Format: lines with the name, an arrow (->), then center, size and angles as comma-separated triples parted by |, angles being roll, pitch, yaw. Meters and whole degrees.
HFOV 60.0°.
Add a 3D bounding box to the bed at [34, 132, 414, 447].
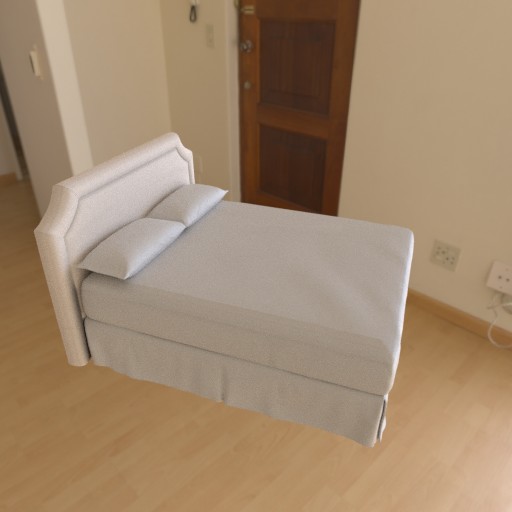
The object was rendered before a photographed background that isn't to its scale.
bed -> 0.000, 0.000, 3.234 | 2.164, 1.297, 1.828 | 11, 31, 18
